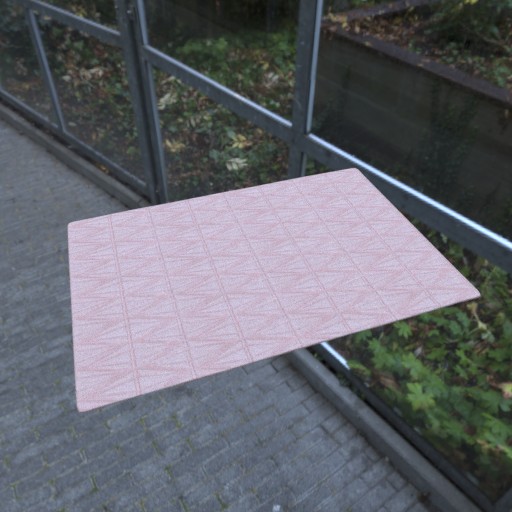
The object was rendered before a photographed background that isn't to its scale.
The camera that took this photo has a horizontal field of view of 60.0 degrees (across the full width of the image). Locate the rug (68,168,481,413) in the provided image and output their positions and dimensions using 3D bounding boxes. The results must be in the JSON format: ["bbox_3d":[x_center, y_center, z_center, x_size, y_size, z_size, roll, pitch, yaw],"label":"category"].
[{"bbox_3d":[0.000,0.000,2.992,2.390,0.015,1.609,-13,44,-14],"label":"rug"}]
